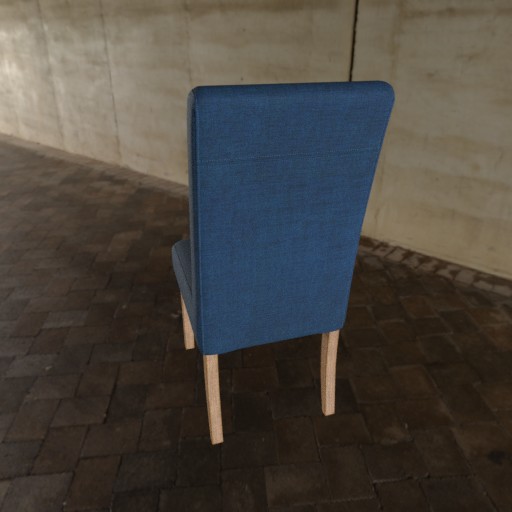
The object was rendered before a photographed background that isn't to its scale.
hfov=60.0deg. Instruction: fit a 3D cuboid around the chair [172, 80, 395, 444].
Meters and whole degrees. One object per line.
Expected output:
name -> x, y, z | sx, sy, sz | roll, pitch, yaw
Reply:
chair -> 0.000, 0.000, 1.351 | 0.450, 1.029, 0.610 | -8, 27, -16
